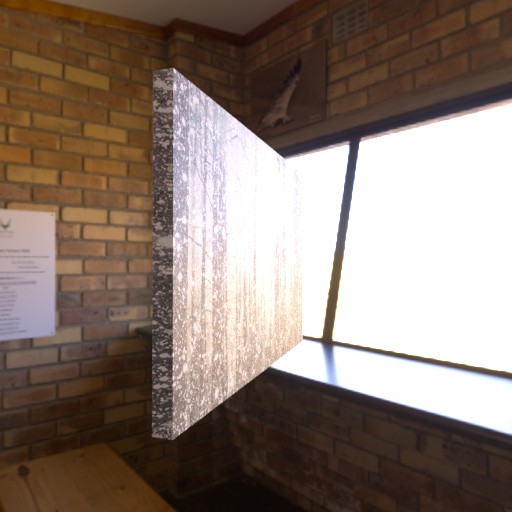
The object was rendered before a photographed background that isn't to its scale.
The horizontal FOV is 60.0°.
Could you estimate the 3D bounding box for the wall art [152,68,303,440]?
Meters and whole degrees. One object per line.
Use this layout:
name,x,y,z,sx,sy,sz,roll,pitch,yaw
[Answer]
wall art,0.000,0.000,1.153,0.038,0.598,0.919,0,-1,19
